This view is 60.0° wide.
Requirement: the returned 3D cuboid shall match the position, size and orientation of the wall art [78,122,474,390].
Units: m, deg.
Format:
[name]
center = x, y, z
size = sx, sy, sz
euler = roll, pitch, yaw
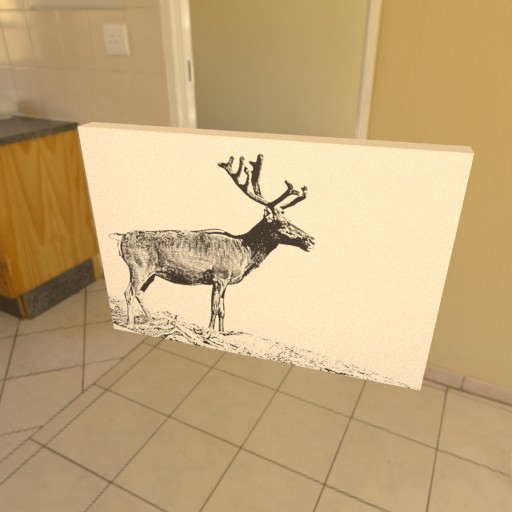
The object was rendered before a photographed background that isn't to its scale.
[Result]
[wall art]
center = 0.000, 0.000, 0.771
size = 0.608, 0.414, 0.042
euler = 8, 28, 15
